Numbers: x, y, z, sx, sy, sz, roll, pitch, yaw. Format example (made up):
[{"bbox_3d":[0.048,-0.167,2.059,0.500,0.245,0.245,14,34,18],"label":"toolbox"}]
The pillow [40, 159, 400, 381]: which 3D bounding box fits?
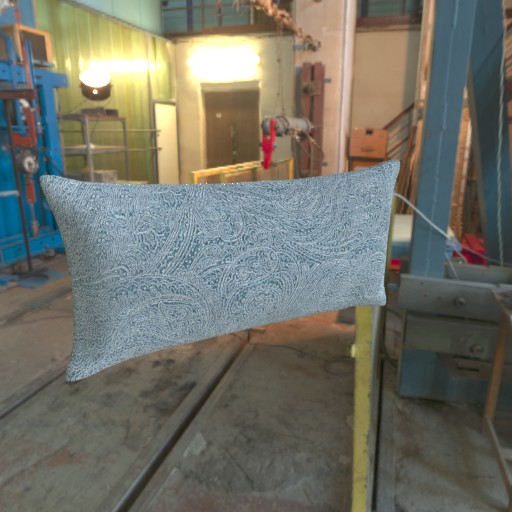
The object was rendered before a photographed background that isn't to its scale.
[{"bbox_3d":[0.000,0.000,0.734,0.615,0.295,0.151,-8,18,-27],"label":"pillow"}]
